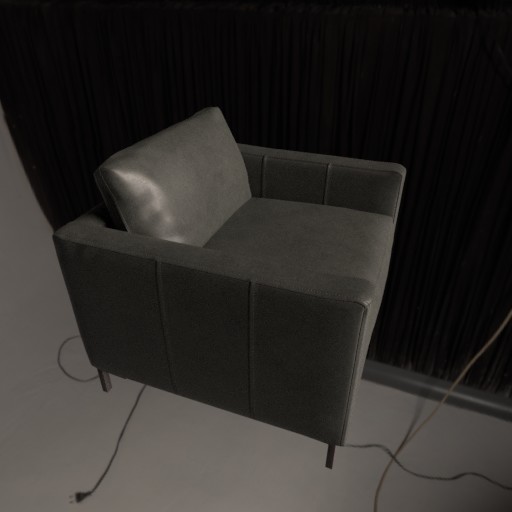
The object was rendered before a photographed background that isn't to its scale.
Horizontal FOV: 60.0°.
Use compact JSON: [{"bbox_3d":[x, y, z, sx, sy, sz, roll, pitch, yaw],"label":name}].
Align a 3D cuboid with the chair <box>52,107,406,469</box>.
[{"bbox_3d":[0.000,0.000,1.467,0.861,0.824,0.967,12,34,17],"label":"chair"}]
